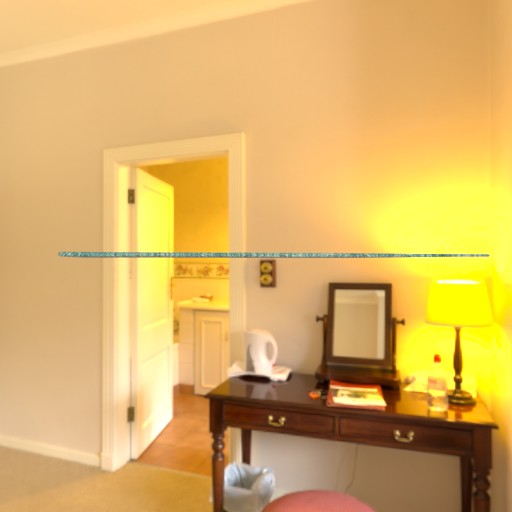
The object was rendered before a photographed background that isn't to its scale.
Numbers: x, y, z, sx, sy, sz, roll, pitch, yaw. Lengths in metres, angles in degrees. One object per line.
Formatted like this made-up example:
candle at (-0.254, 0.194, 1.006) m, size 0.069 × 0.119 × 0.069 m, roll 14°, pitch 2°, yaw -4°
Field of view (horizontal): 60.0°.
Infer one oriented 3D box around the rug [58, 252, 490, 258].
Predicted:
rug at (0.000, 0.000, 4.239) m, size 3.217 × 0.027 × 2.405 m, roll 0°, pitch 0°, yaw -18°
